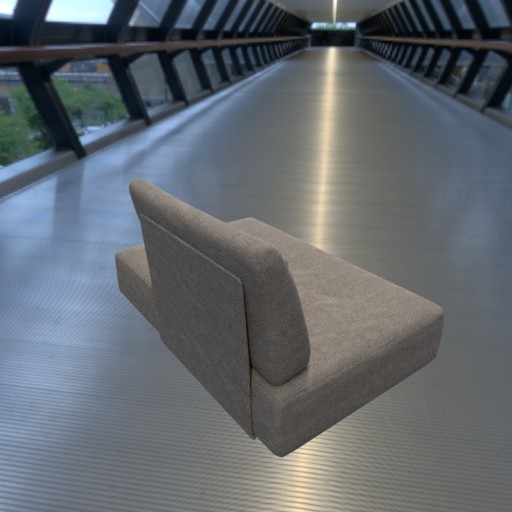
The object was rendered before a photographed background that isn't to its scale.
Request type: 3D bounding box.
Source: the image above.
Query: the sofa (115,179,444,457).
[{"bbox_3d":[0.000,0.000,2.102,1.002,0.820,1.450,-18,30,-33],"label":"sofa"}]
